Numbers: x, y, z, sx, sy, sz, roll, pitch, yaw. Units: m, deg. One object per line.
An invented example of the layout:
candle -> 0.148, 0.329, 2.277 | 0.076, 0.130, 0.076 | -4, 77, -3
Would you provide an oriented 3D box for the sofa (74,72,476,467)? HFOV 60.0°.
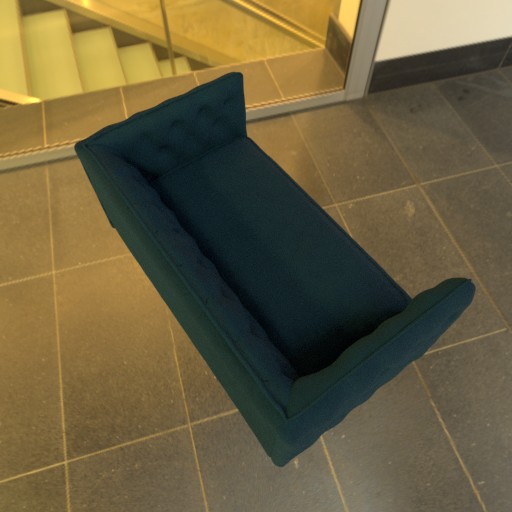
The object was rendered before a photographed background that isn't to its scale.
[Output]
sofa -> 0.000, 0.000, 2.090 | 0.909, 0.810, 1.583 | -32, 64, -18
